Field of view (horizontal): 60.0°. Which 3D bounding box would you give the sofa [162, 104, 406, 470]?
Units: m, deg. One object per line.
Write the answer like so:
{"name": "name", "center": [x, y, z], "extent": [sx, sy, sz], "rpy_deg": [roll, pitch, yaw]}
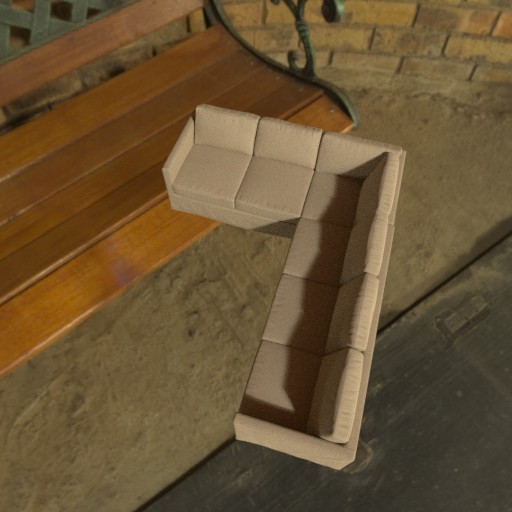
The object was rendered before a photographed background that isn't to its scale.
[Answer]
{"name": "sofa", "center": [0.000, 0.000, 4.337], "extent": [2.432, 0.871, 3.182], "rpy_deg": [14, 60, 9]}
